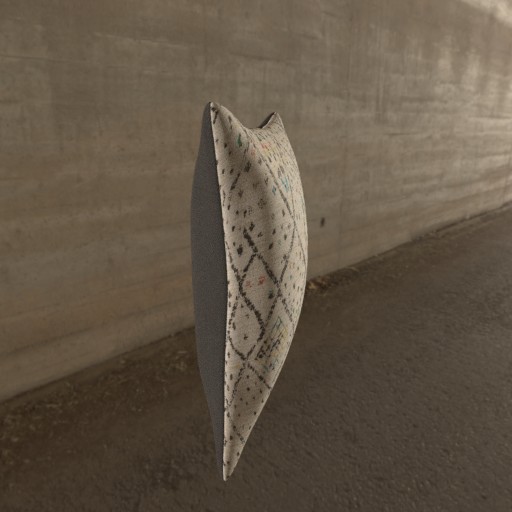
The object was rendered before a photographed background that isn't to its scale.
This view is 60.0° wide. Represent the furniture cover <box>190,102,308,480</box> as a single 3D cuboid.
[{"bbox_3d":[0.000,0.000,0.779,0.180,0.498,0.525,3,16,10],"label":"furniture cover"}]
